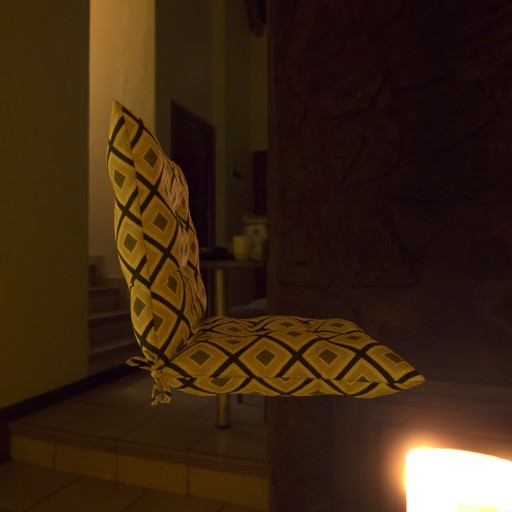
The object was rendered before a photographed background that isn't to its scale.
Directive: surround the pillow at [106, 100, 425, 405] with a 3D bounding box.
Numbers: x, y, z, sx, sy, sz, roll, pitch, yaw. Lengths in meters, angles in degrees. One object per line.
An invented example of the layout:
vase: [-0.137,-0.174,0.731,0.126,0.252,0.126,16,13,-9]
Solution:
pillow: [0.000,0.000,1.006,0.585,0.536,0.541,0,-1,0]
